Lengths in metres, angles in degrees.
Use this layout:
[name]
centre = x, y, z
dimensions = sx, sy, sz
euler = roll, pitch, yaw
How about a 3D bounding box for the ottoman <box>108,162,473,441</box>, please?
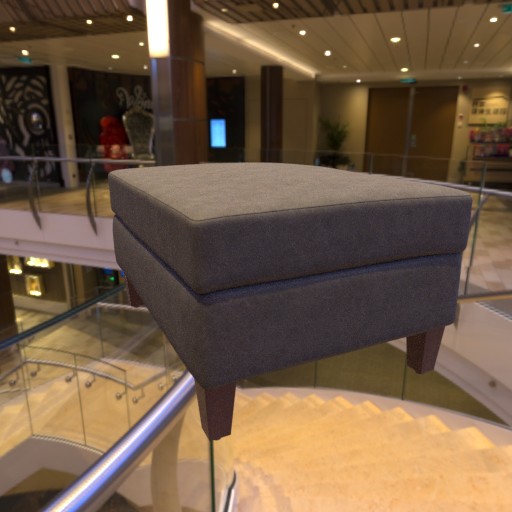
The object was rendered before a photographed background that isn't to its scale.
[ottoman]
centre = 0.000, 0.000, 1.206
dimensions = 0.639, 0.464, 0.839
euler = -8, 18, -25
